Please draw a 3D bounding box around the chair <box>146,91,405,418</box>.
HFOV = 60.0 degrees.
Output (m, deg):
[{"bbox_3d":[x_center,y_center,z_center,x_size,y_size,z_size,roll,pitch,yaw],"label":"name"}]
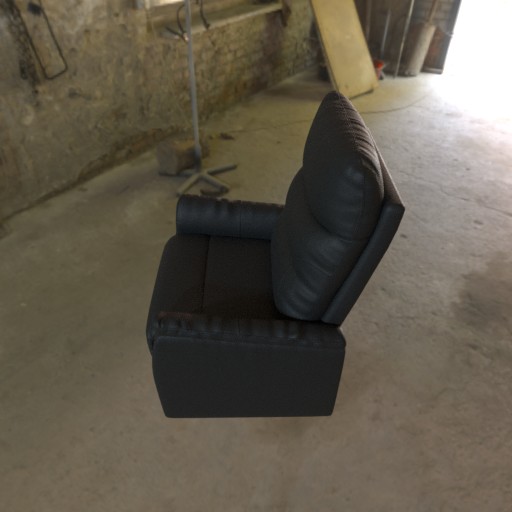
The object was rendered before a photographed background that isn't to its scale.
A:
[{"bbox_3d":[0.000,0.000,1.688,0.831,1.082,0.775,0,41,-1],"label":"chair"}]
